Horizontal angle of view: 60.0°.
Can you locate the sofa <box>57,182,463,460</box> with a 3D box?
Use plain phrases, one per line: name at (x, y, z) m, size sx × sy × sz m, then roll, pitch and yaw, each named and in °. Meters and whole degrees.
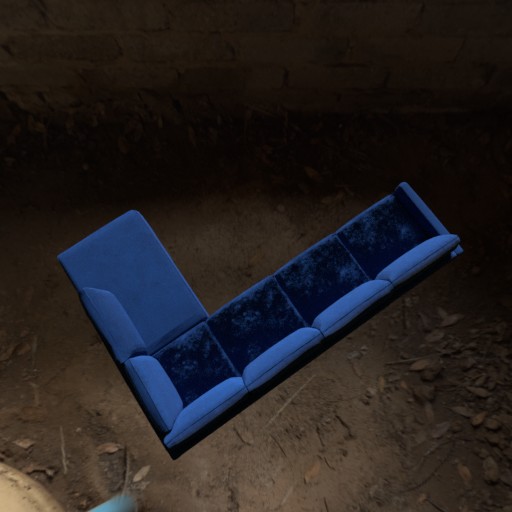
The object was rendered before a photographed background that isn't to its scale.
sofa at (0.000, 0.000, 3.312) m, size 2.486 × 0.687 × 1.707 m, roll -33°, pitch 77°, yaw -9°
